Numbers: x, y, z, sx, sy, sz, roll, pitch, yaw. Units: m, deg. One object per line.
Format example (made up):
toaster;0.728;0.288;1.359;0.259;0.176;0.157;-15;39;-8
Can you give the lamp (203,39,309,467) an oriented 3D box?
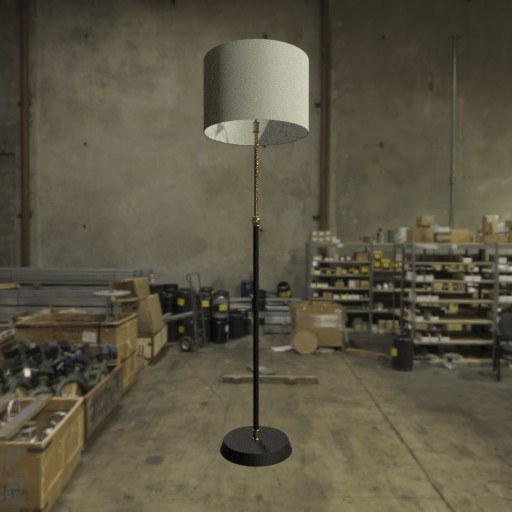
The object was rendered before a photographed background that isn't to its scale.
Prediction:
lamp;0.000;0.000;1.725;0.404;1.517;0.404;0;1;0
